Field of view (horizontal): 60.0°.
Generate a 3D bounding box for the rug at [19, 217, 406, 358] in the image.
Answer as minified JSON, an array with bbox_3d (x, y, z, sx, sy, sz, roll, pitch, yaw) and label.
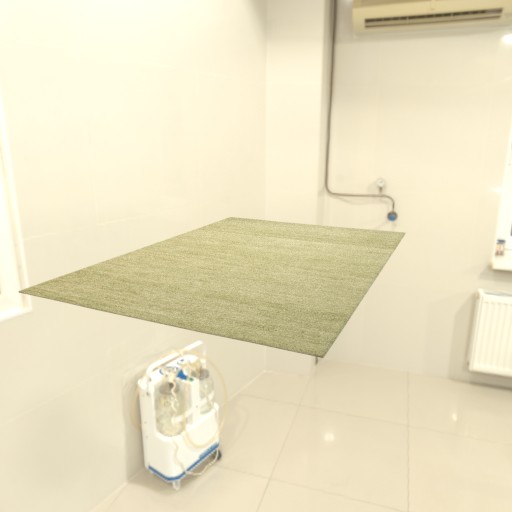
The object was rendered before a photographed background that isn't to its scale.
[{"bbox_3d":[0.000,0.000,2.913,1.606,0.017,2.270,7,17,24],"label":"rug"}]
